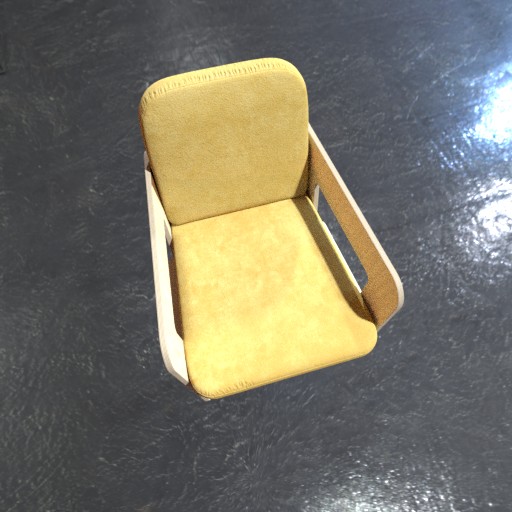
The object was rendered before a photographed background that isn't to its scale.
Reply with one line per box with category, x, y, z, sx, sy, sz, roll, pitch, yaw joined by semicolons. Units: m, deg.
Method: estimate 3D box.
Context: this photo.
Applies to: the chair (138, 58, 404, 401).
chair;0.000;0.000;1.300;0.590;0.800;0.710;-14;64;-7
